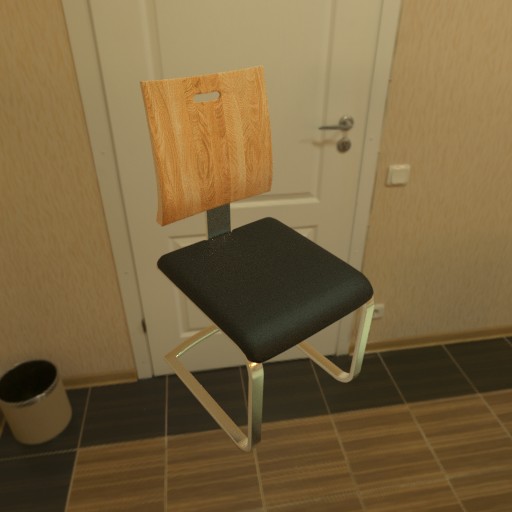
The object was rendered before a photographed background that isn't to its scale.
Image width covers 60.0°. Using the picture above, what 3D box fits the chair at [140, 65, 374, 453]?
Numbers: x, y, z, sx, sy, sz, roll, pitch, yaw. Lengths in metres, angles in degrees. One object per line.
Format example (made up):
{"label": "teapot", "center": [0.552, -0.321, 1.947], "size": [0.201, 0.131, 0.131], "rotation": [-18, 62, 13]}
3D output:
{"label": "chair", "center": [0.000, 0.000, 1.279], "size": [0.462, 0.936, 0.560], "rotation": [-23, 39, -32]}
